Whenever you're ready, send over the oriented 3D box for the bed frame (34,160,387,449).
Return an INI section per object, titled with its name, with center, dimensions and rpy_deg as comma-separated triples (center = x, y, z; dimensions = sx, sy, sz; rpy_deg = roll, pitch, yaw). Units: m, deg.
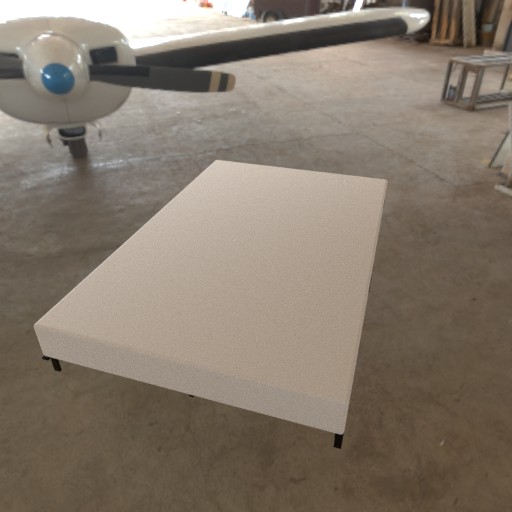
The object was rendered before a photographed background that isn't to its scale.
[bed frame]
center = 0.000, 0.000, 3.757
dimensions = 1.930, 0.440, 2.987
rpy_deg = 10, 34, 15
